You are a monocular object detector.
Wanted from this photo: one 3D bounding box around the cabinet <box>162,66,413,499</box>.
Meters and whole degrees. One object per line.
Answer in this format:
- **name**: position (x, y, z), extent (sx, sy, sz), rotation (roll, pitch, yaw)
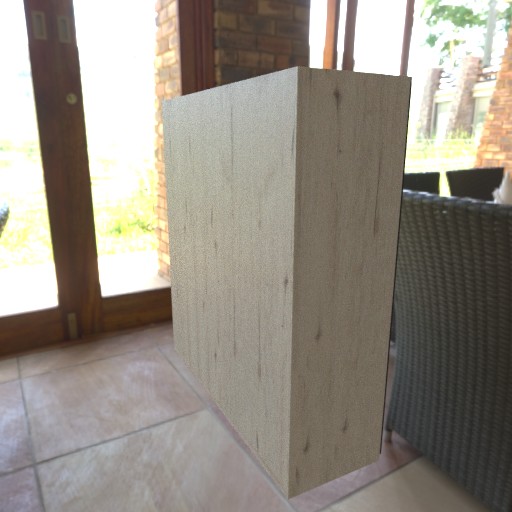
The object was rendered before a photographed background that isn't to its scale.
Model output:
- **cabinet**: position (0.000, 0.000, 3.127), extent (0.660, 2.180, 2.000), rotation (-8, 17, -27)
